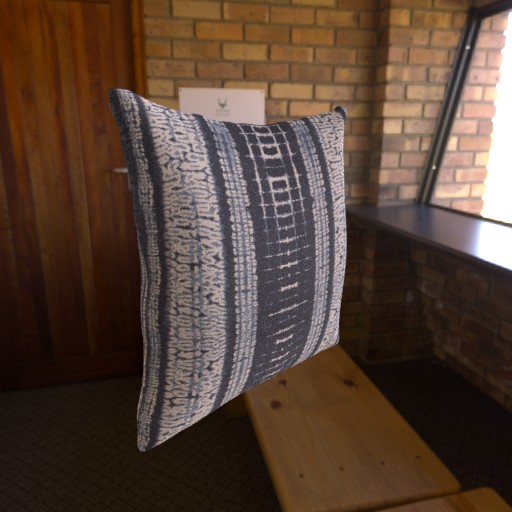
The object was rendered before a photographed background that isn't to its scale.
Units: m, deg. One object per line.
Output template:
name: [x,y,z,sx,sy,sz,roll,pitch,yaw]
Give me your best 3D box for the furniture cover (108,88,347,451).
furniture cover: [0.000,0.000,0.649,0.133,0.435,0.425,14,21,43]
